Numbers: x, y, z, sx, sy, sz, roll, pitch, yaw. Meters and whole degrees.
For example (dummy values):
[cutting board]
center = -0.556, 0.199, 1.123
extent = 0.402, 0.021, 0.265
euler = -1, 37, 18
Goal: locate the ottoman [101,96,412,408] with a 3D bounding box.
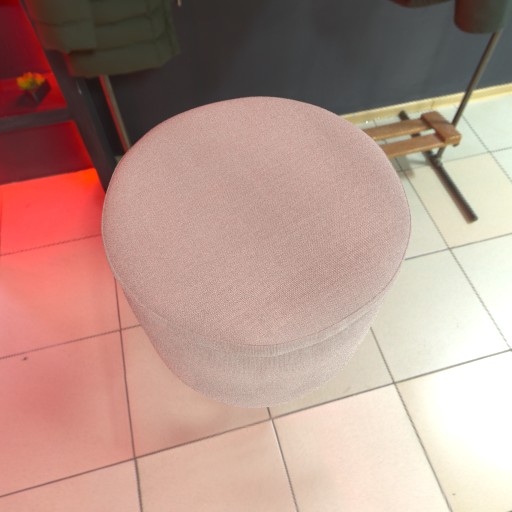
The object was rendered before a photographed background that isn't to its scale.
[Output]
[ottoman]
center = 0.000, 0.000, 0.854
extent = 0.497, 0.409, 0.497
euler = 0, 58, 0
